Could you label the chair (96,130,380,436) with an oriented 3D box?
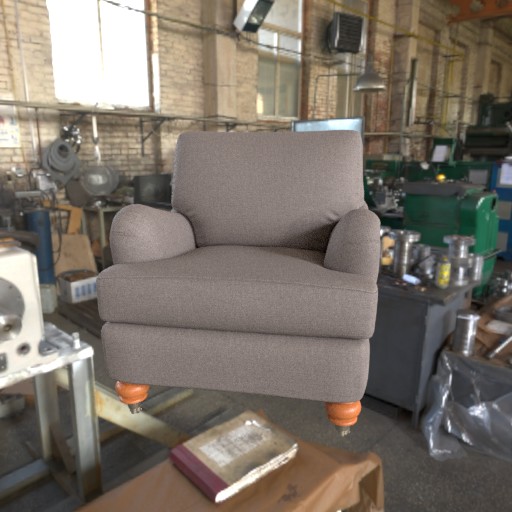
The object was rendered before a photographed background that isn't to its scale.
[{"bbox_3d":[0.000,0.000,1.854,0.955,1.038,1.070,2,13,10],"label":"chair"}]
